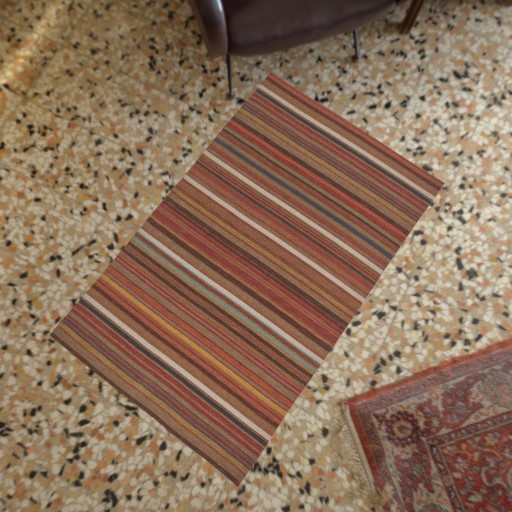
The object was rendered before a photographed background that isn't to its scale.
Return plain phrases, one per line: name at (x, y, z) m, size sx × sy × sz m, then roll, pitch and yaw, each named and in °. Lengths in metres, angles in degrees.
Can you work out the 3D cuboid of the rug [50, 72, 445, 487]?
rug at (0.000, 0.000, 2.995) m, size 1.523 × 0.008 × 2.438 m, roll 36°, pitch 79°, yaw 8°
